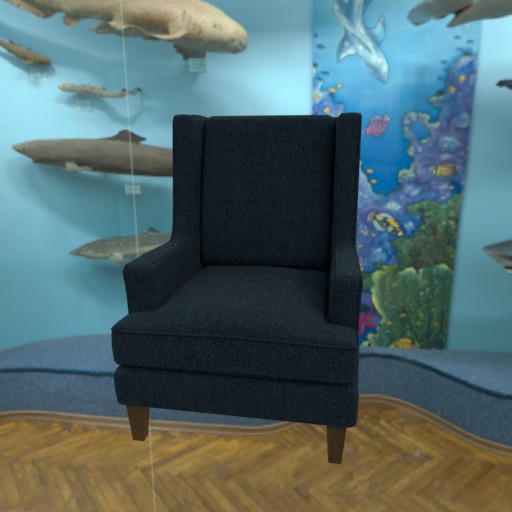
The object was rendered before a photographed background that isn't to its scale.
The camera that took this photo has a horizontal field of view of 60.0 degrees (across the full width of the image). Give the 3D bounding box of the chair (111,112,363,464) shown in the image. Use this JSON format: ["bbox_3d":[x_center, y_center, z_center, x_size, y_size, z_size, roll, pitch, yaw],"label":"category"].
[{"bbox_3d":[0.000,0.000,1.691,0.764,1.072,0.947,2,14,9],"label":"chair"}]
